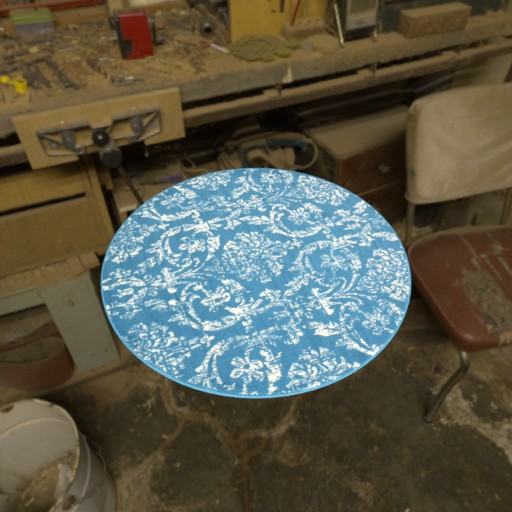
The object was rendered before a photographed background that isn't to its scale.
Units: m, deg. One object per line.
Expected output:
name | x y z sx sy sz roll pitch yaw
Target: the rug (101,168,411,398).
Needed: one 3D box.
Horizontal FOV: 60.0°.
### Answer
rug | 0.000 0.000 2.340 1.593 0.012 1.593 0 46 0
